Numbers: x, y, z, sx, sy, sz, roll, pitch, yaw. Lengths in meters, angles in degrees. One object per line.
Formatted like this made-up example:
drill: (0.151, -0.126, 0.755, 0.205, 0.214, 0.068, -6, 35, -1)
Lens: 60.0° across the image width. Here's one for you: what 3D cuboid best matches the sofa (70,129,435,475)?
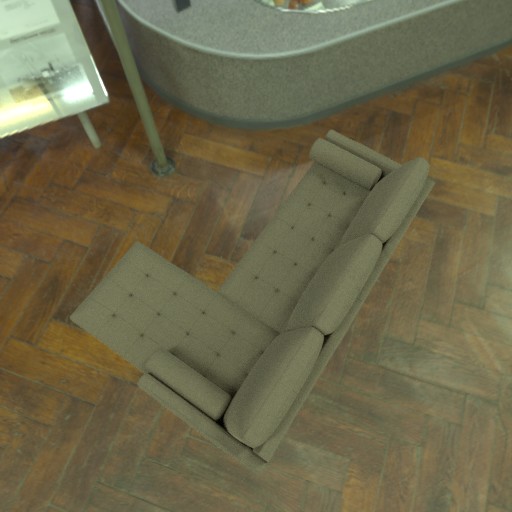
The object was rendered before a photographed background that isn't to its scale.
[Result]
sofa: (0.000, 0.000, 2.959, 1.506, 0.875, 2.178, 31, 69, 14)
